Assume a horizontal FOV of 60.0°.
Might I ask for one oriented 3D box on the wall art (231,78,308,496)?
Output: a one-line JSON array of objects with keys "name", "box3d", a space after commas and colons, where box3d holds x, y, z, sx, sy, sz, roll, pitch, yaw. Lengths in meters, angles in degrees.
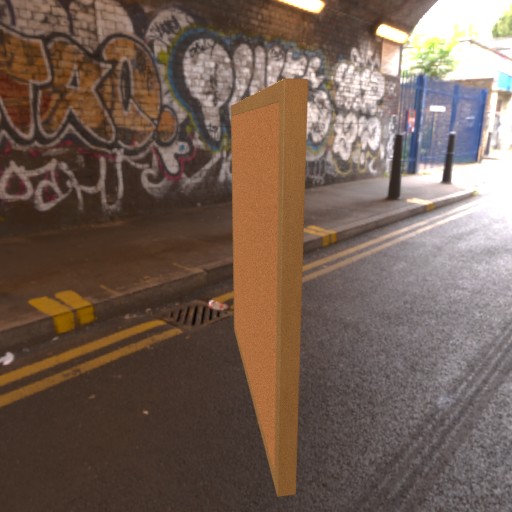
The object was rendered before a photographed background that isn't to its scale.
[{"name": "wall art", "box3d": [0.000, 0.000, 1.126, 0.037, 0.763, 0.763, -2, 16, -9]}]
